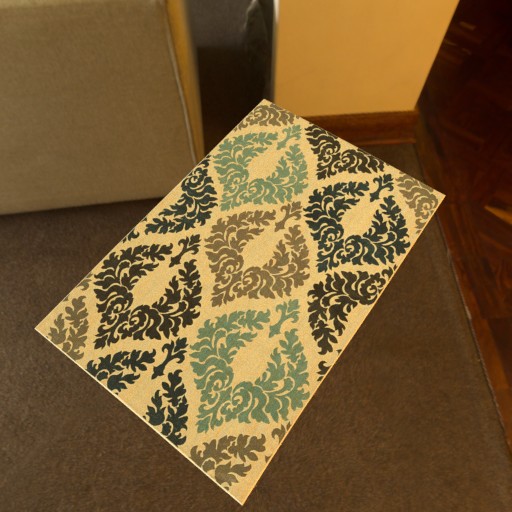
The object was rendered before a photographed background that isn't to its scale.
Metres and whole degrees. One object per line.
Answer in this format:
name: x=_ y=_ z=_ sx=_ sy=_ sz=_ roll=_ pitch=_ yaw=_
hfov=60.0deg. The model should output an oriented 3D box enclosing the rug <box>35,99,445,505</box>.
rug: x=0.000 y=0.000 z=2.777 sx=1.514 sy=0.014 sz=2.275 roll=33 pitch=67 yaw=16
